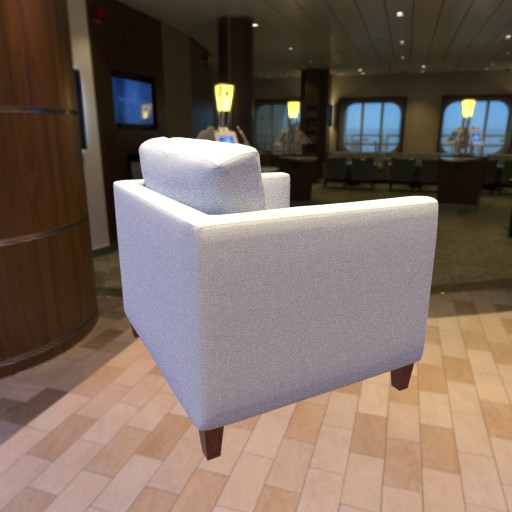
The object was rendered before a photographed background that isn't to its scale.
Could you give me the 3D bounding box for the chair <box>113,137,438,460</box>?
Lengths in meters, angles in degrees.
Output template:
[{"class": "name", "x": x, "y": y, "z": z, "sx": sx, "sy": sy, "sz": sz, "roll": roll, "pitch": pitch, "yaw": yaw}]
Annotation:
[{"class": "chair", "x": 0.000, "y": 0.000, "z": 1.864, "sx": 0.953, "sy": 0.961, "sz": 1.107, "roll": -8, "pitch": 18, "yaw": -27}]
